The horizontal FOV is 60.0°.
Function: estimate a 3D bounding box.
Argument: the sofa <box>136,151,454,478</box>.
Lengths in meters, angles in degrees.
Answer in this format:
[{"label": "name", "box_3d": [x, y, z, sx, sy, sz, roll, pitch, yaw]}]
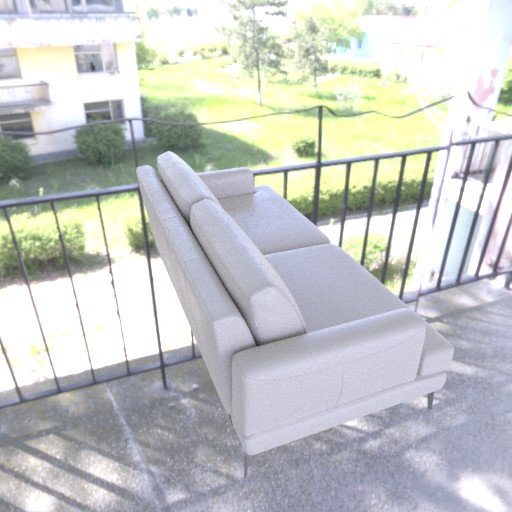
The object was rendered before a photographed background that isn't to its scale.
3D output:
[{"label": "sofa", "box_3d": [0.000, 0.000, 2.381, 0.974, 0.765, 1.940, -11, 32, -19]}]
